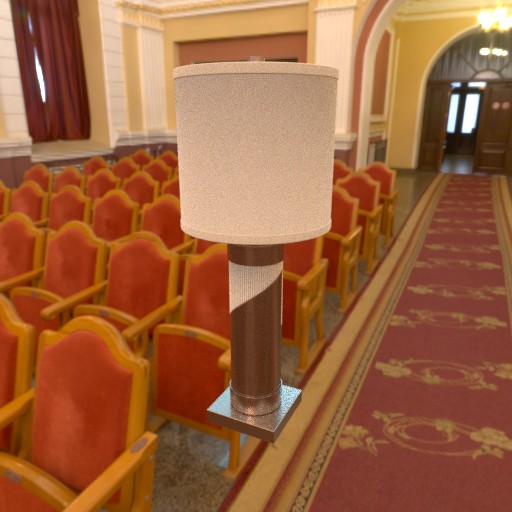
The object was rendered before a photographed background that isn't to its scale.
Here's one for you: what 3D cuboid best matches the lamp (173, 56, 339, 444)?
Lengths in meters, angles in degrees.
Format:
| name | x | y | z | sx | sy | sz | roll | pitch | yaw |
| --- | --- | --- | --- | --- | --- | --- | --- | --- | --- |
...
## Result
| name | x | y | z | sx | sy | sz | roll | pitch | yaw |
| --- | --- | --- | --- | --- | --- | --- | --- | --- | --- |
| lamp | 0.000 | 0.000 | 0.619 | 0.202 | 0.509 | 0.202 | 8 | 19 | 25 |
